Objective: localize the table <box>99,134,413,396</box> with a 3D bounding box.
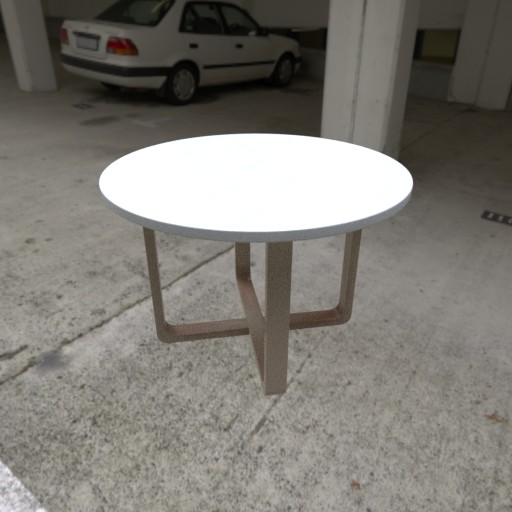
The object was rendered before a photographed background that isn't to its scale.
[{"bbox_3d":[0.000,0.000,0.980,0.600,0.400,0.600,0,28,0],"label":"table"}]
